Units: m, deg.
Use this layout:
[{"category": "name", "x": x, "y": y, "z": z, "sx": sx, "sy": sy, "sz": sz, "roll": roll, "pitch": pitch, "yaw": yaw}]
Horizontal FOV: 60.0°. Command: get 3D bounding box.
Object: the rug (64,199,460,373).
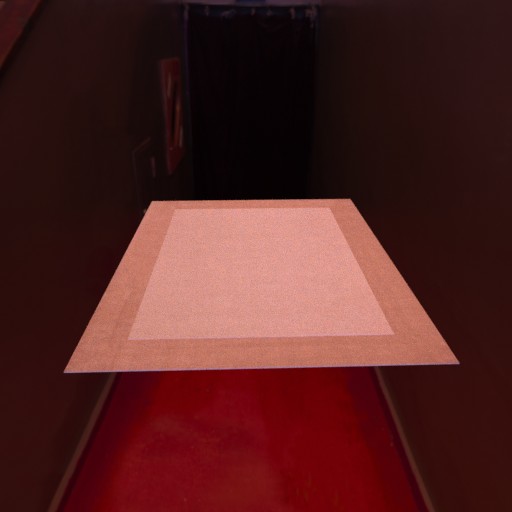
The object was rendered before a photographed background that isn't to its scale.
[{"category": "rug", "x": 0.000, "y": 0.000, "z": 4.086, "sx": 2.438, "sy": 0.014, "sz": 3.048, "roll": -1, "pitch": 27, "yaw": -2}]
